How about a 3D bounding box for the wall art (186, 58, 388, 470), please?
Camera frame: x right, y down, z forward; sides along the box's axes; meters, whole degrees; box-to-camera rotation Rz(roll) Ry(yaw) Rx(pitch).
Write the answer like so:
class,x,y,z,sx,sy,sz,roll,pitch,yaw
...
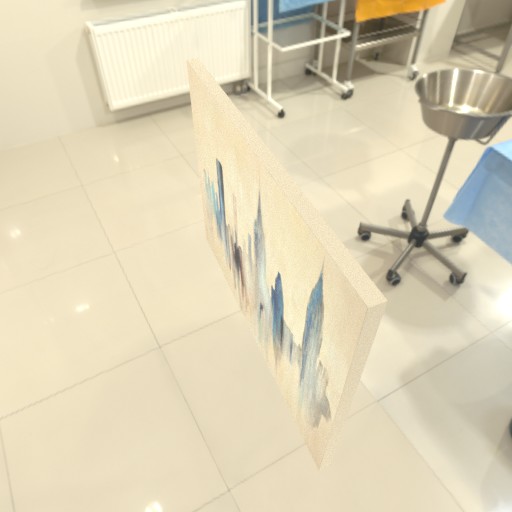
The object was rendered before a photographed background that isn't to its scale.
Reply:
class,x,y,z,sx,sy,sz,roll,pitch,yaw
wall art,0.000,0.000,1.308,0.038,0.762,1.016,-17,49,-15
